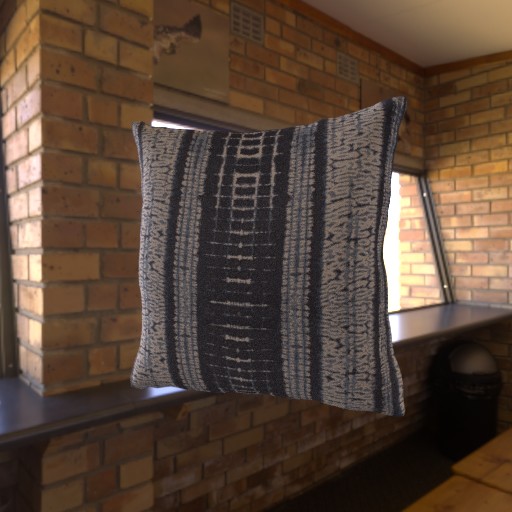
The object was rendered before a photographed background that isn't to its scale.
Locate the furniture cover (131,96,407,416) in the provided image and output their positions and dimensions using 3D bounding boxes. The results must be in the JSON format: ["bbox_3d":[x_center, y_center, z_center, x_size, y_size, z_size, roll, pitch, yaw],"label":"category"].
[{"bbox_3d":[0.000,0.000,0.660,0.425,0.435,0.133,0,0,17],"label":"furniture cover"}]
